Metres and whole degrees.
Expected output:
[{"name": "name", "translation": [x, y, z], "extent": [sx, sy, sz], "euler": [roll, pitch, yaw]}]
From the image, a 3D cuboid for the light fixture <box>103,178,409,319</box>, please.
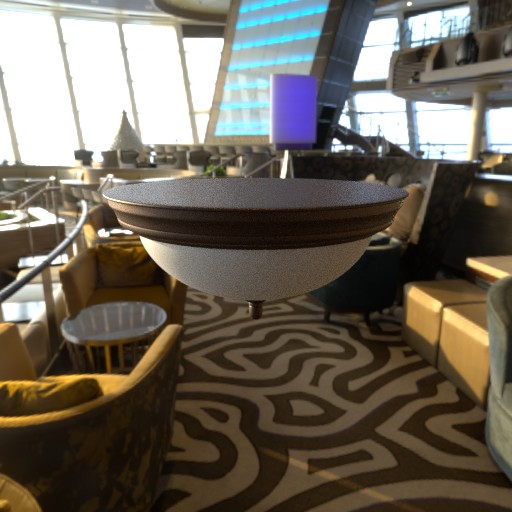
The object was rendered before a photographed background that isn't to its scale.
[{"name": "light fixture", "translation": [0.000, 0.000, 0.443], "extent": [0.280, 0.135, 0.280], "euler": [0, 14, 0]}]
